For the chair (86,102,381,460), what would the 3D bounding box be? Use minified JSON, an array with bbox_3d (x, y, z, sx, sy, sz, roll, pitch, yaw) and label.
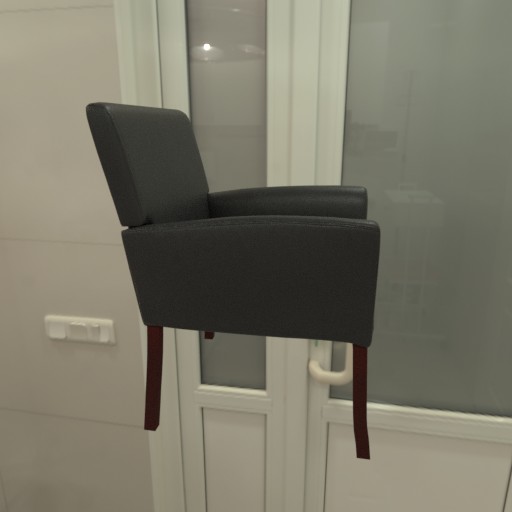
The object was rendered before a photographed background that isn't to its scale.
[{"bbox_3d":[0.000,0.000,1.475,0.772,0.951,0.683,3,17,10],"label":"chair"}]
